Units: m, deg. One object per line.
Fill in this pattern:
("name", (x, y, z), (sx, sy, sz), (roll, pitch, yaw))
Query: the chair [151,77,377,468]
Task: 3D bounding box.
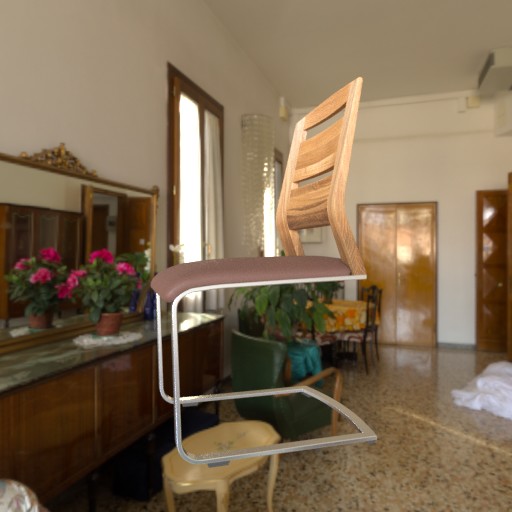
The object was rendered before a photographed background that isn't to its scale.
("chair", (0.000, 0.000, 1.282), (0.570, 0.970, 0.460), (0, 0, -17))
